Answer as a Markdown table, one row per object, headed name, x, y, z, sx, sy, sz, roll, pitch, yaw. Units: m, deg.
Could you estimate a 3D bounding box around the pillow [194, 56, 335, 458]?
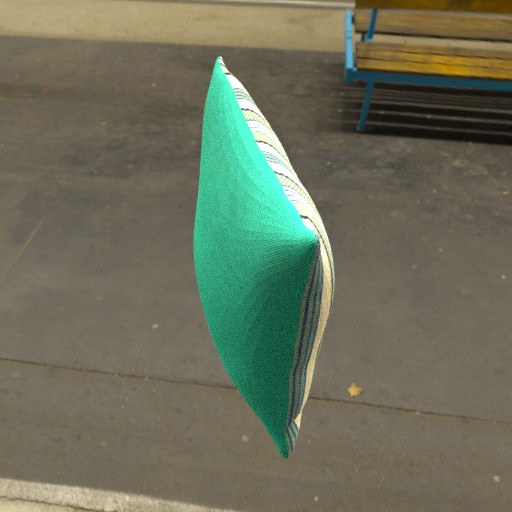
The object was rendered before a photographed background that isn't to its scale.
| name | x | y | z | sx | sy | sz | roll | pitch | yaw |
| --- | --- | --- | --- | --- | --- | --- | --- | --- | --- |
| pillow | 0.000 | 0.000 | 0.665 | 0.182 | 0.441 | 0.440 | -10 | 46 | -10 |
